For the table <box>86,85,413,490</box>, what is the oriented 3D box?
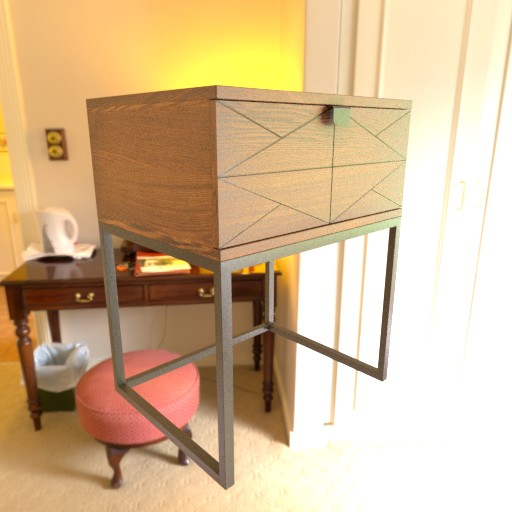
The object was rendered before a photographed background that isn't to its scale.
[{"bbox_3d":[0.000,0.000,0.915,0.482,0.610,0.400,-15,22,-41],"label":"table"}]
